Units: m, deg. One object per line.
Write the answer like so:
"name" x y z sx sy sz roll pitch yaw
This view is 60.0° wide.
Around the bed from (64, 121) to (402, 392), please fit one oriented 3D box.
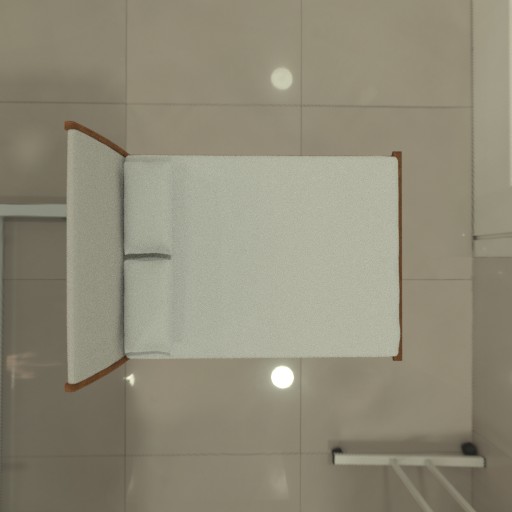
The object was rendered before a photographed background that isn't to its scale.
"bed" 0.000 0.000 2.962 2.108 1.135 1.502 0 90 -2
